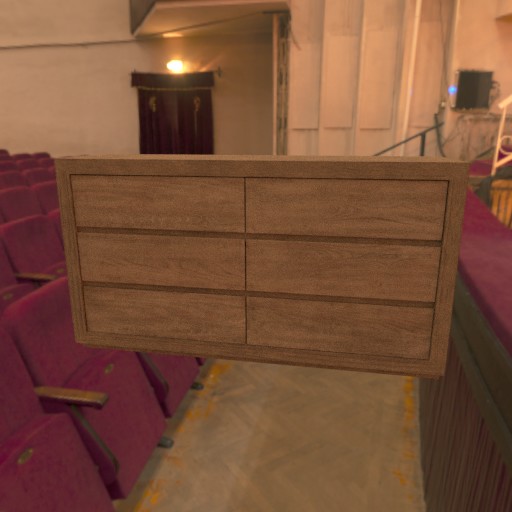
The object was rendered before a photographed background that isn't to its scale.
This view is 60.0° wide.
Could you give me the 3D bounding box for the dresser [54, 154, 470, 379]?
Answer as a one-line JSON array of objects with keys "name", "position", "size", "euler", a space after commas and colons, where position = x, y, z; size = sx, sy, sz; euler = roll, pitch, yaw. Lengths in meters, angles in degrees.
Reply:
[{"name": "dresser", "position": [0.000, 0.000, 2.048], "size": [1.628, 0.889, 0.483], "euler": [3, 15, 10]}]
